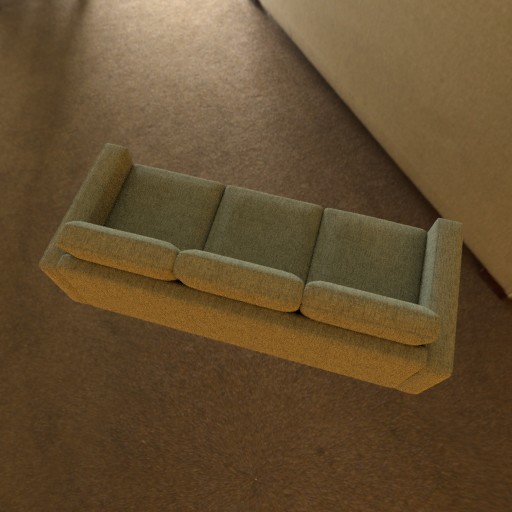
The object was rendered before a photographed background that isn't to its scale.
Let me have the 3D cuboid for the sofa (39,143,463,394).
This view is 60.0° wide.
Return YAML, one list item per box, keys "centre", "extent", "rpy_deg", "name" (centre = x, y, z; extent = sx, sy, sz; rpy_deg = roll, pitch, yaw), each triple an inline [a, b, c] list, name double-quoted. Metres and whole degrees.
- centre: [0.000, 0.000, 2.529]
  extent: [2.160, 0.800, 0.900]
  rpy_deg: [14, 64, 7]
  name: "sofa"
